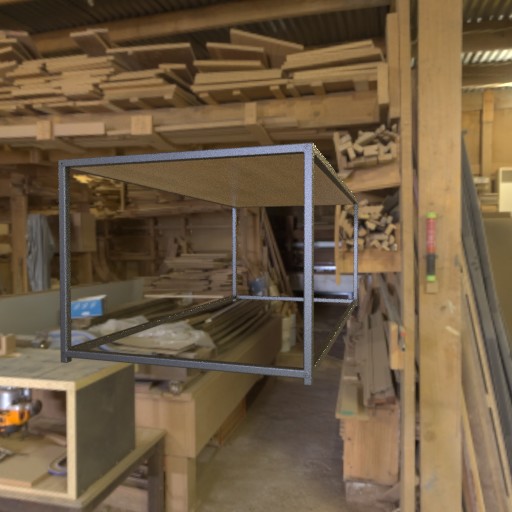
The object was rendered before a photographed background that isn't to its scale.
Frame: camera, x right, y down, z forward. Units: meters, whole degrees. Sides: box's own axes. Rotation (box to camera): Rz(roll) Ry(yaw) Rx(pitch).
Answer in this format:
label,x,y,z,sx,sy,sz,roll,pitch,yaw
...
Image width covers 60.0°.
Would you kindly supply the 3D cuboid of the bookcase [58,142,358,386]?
label,x,y,z,sx,sy,sz,roll,pitch,yaw
bookcase,0.000,0.000,1.274,0.500,0.400,1.000,0,2,17
